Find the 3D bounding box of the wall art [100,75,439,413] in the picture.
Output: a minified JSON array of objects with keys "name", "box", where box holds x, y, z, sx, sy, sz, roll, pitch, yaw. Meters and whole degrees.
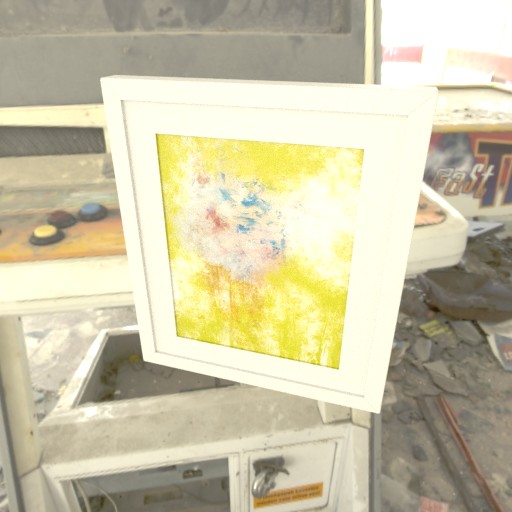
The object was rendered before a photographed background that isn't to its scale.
[{"name":"wall art","box":[0.000,0.000,0.517,0.331,0.381,0.028,8,29,15]}]
